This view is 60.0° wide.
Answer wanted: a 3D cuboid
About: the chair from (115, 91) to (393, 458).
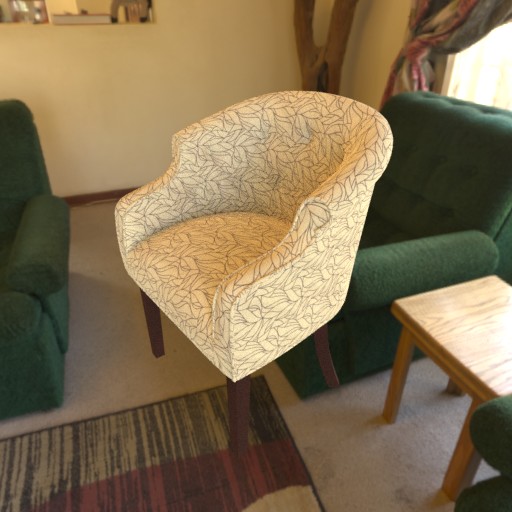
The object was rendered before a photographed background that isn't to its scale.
[{"bbox_3d":[0.000,0.000,1.311,0.613,0.858,0.686,-21,36,-32],"label":"chair"}]
